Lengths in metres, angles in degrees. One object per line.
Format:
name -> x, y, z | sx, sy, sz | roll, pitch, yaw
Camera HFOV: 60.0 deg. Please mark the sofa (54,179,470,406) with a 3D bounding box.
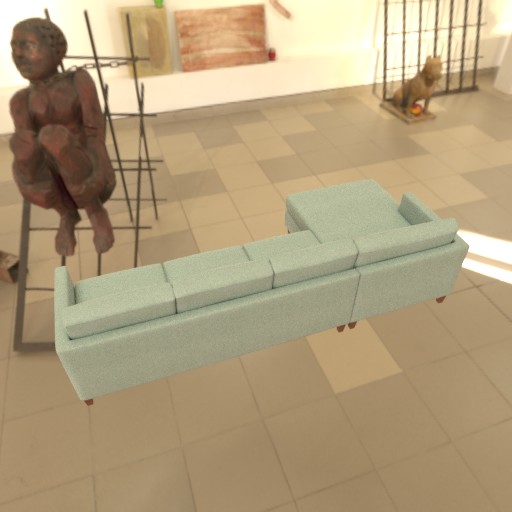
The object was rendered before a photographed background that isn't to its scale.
sofa -> 0.000, 0.000, 4.177 | 3.470, 0.953, 1.600 | -13, 43, -14
